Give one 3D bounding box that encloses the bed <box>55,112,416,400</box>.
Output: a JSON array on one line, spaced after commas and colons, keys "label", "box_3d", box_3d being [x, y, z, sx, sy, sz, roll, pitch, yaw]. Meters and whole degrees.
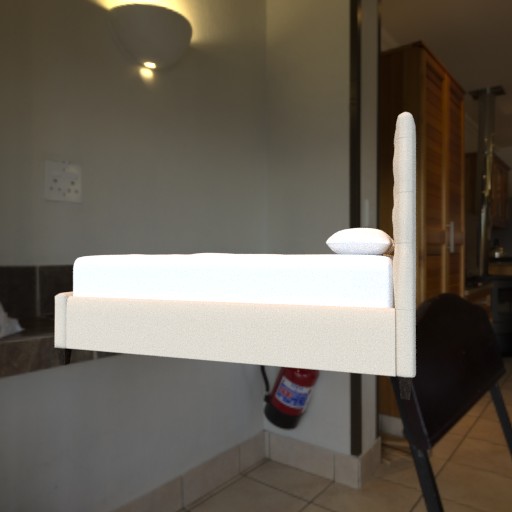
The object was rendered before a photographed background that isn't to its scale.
[{"label": "bed", "box_3d": [0.000, 0.000, 3.322, 2.233, 1.426, 1.696, 0, 0, 19]}]
